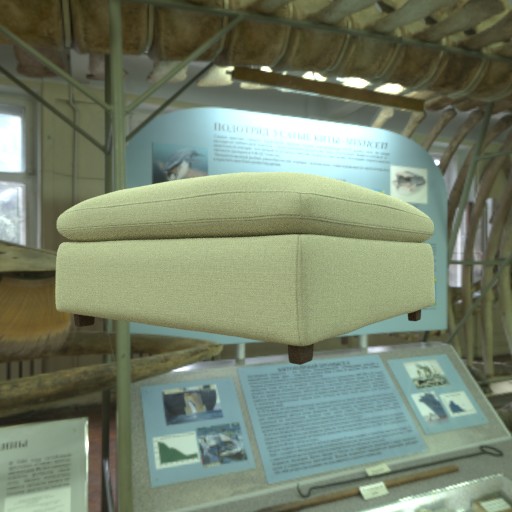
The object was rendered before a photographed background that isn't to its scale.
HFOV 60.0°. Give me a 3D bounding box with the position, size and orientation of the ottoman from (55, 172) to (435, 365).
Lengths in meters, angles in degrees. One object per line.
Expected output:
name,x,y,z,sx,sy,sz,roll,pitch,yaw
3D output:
ottoman,0.000,0.000,1.545,0.977,0.467,0.996,0,0,37
